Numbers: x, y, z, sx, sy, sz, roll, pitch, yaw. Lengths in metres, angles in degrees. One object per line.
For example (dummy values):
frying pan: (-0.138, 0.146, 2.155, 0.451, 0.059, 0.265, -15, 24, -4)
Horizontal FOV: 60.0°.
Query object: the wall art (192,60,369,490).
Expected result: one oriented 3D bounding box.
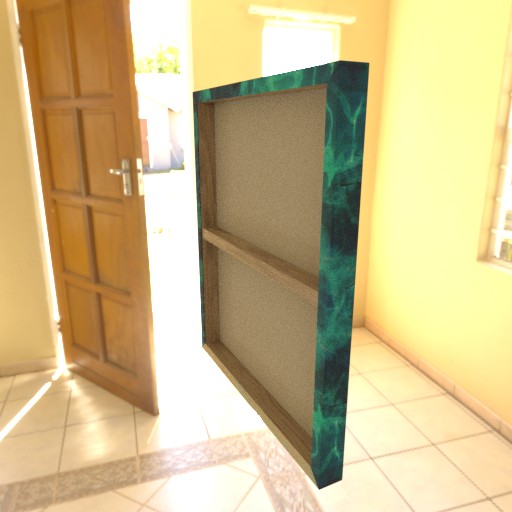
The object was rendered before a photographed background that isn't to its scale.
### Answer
wall art: (0.000, 0.000, 0.690, 0.038, 0.508, 0.432, -8, 18, -26)
